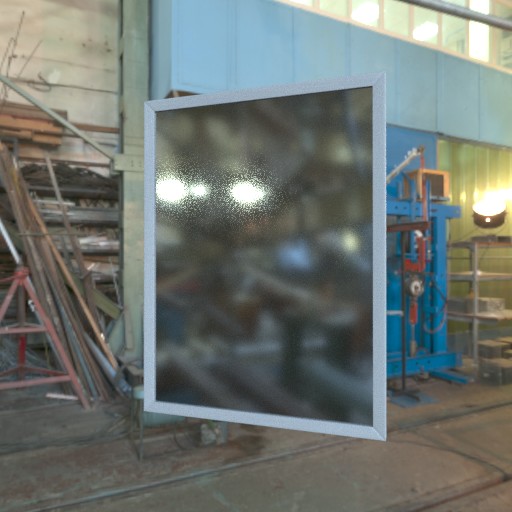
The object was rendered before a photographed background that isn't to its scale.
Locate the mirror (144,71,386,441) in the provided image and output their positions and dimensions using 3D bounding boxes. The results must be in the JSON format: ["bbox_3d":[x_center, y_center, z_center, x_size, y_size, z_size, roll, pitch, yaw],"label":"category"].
[{"bbox_3d":[0.000,0.000,1.354,0.762,1.016,0.040,0,0,18],"label":"mirror"}]
